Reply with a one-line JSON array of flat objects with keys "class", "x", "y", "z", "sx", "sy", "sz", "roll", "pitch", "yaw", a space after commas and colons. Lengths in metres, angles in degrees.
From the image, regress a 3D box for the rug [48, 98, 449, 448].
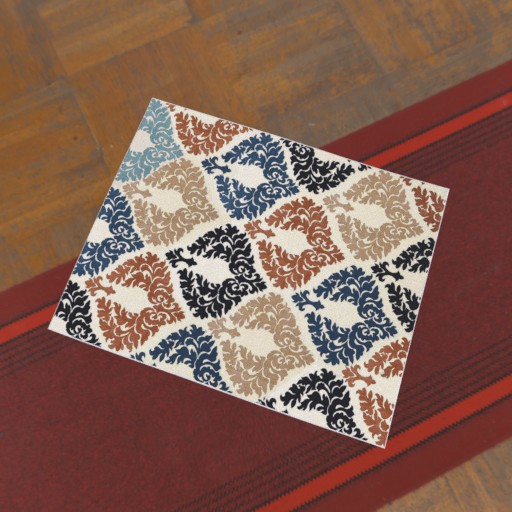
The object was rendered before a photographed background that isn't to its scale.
[{"class": "rug", "x": 0.000, "y": 0.000, "z": 4.025, "sx": 3.040, "sy": 0.014, "sz": 2.423, "roll": 18, "pitch": 77, "yaw": 5}]
